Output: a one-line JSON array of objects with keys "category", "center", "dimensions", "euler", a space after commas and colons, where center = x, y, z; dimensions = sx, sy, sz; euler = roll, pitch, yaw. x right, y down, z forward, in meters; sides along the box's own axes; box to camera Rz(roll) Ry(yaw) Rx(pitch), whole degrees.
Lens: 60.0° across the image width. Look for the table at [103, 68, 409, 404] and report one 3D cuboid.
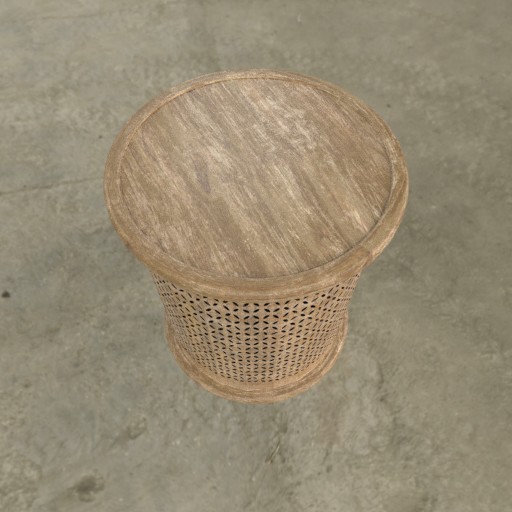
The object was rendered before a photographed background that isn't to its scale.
[{"category": "table", "center": [0.000, 0.000, 0.796], "dimensions": [0.407, 0.482, 0.407], "euler": [0, 58, 0]}]
